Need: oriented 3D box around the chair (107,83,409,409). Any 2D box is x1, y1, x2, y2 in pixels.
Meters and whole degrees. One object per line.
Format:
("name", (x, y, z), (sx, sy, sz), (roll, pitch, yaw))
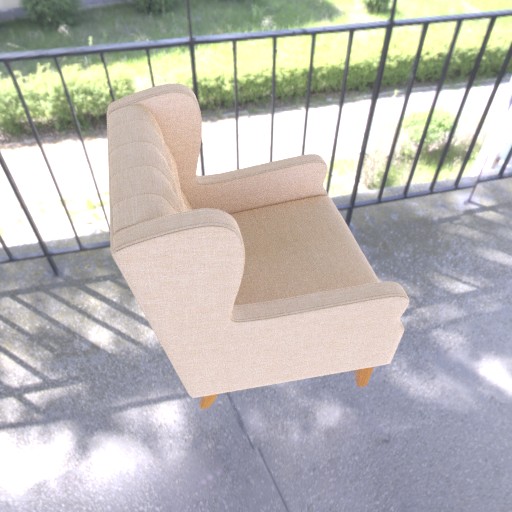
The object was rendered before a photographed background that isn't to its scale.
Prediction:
("chair", (0.000, 0.000, 1.466), (0.760, 0.930, 0.710), (-10, 47, -10))
